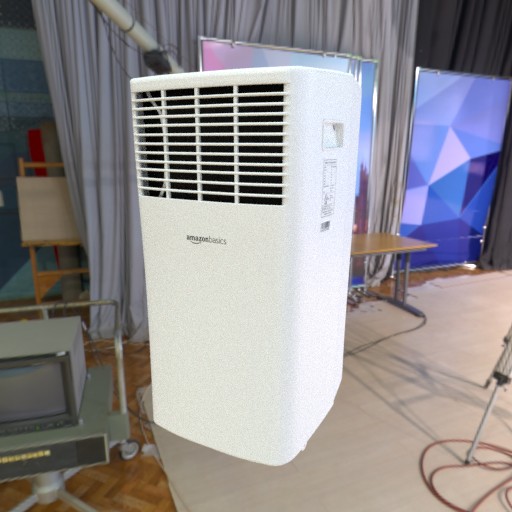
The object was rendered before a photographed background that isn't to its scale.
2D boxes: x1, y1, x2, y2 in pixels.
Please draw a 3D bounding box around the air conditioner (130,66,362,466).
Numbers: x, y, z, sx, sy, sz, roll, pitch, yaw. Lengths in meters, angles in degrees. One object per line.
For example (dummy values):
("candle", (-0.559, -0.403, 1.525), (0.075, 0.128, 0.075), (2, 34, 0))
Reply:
("air conditioner", (0.000, 0.000, 0.800), (0.304, 0.606, 0.349), (8, 16, 26))
